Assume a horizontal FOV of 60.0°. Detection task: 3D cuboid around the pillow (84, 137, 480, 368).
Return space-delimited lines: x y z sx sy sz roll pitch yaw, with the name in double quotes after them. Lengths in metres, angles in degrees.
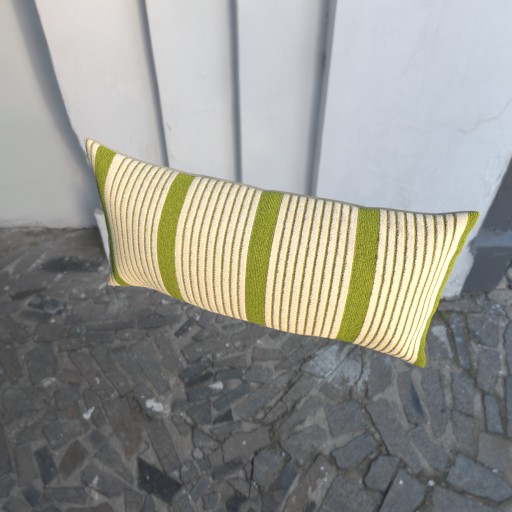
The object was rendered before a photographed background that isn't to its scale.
0.000 0.000 0.728 0.608 0.292 0.156 13 45 13 "pillow"
